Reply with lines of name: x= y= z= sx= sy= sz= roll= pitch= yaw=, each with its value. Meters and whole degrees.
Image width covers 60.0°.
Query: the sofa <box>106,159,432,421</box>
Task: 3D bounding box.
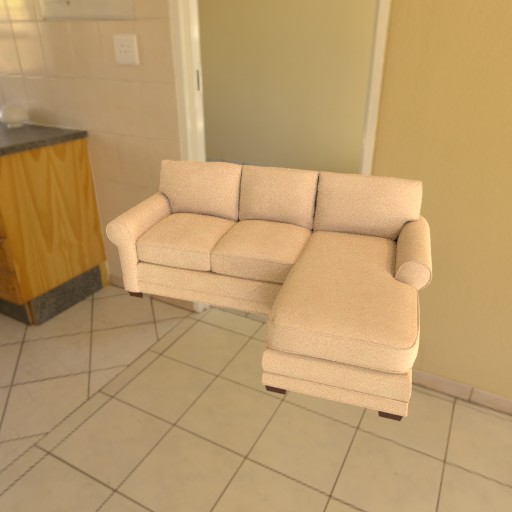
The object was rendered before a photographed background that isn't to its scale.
sofa: x=0.000 y=0.000 z=2.389 sx=1.770 sy=0.734 sz=1.226 roll=8 pitch=27 yaw=16
